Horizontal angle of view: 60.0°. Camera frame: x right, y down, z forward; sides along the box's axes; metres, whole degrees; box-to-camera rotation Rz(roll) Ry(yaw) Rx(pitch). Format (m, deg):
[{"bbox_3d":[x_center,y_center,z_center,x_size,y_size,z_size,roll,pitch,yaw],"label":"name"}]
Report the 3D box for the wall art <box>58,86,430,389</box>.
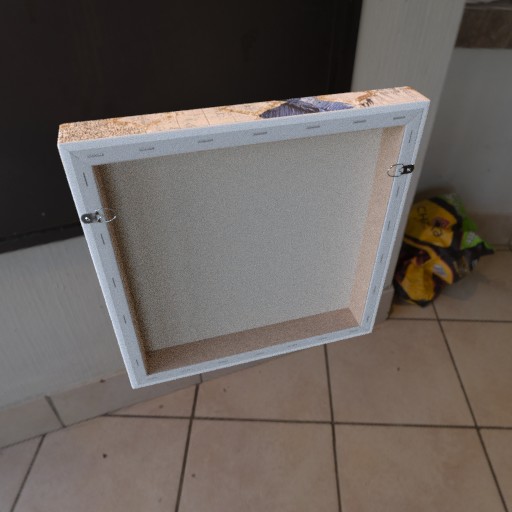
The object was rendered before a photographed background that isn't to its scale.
[{"bbox_3d":[0.000,0.000,0.454,0.303,0.304,0.036,-11,41,-12],"label":"wall art"}]
